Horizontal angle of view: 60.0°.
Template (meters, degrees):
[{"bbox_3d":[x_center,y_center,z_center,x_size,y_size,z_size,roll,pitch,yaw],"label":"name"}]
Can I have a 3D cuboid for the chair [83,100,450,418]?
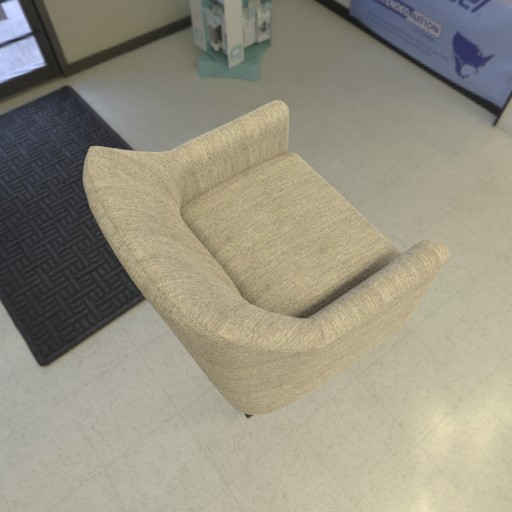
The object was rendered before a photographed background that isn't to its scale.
[{"bbox_3d":[0.000,0.000,1.382,0.758,0.761,0.796,-30,62,-18],"label":"chair"}]
